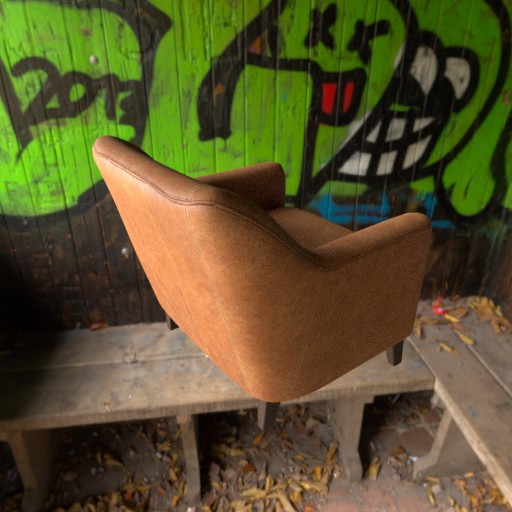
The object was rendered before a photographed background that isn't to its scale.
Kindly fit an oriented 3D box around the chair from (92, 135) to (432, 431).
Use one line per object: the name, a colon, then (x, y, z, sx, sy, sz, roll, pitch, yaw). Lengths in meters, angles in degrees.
chair: (0.000, 0.000, 1.862, 1.034, 0.980, 1.037, -19, 33, -32)
